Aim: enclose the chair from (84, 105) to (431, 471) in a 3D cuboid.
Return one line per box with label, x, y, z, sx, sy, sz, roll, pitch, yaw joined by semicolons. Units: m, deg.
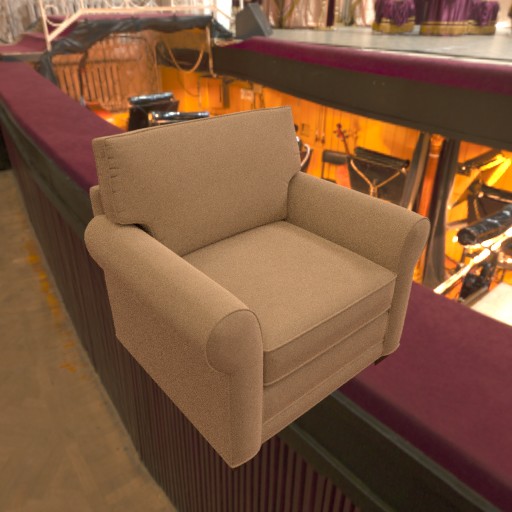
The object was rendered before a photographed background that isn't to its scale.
chair;0.000;0.000;1.702;1.040;0.955;0.863;-23;37;-34
